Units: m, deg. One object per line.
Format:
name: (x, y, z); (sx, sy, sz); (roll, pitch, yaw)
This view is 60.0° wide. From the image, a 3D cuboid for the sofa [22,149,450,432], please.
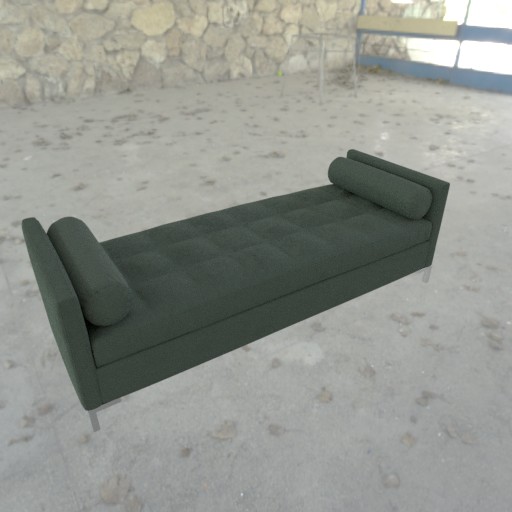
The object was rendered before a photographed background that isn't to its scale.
sofa: (0.000, 0.000, 2.396); (2.102, 0.657, 0.797); (-18, 34, -28)
